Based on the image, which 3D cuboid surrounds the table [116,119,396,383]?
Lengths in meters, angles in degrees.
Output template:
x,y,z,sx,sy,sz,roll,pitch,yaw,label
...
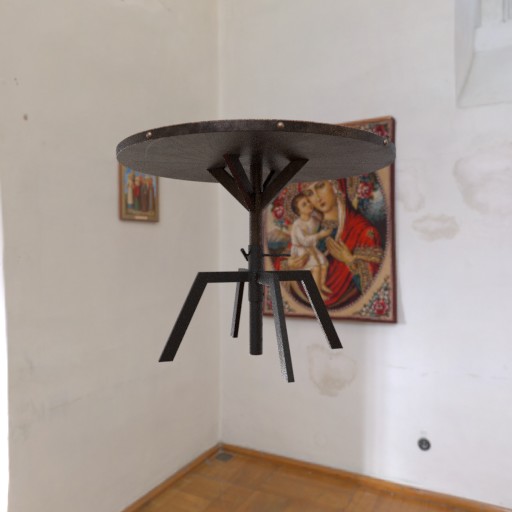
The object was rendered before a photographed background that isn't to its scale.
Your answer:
x,y,z,sx,sy,sz,roll,pitch,yaw,label
0.000,0.000,1.477,0.885,0.658,0.885,0,1,0,table
